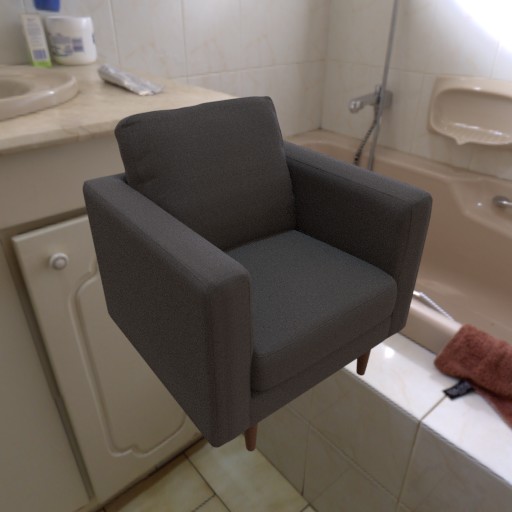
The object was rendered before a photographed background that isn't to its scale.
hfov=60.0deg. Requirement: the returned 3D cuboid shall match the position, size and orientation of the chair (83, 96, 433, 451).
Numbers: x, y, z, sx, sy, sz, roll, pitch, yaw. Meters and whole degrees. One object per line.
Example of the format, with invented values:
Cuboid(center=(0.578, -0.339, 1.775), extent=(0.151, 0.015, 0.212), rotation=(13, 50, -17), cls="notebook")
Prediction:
Cuboid(center=(0.000, 0.000, 1.518), extent=(0.854, 0.927, 0.800), rotation=(-22, 37, -32), cls="chair")
